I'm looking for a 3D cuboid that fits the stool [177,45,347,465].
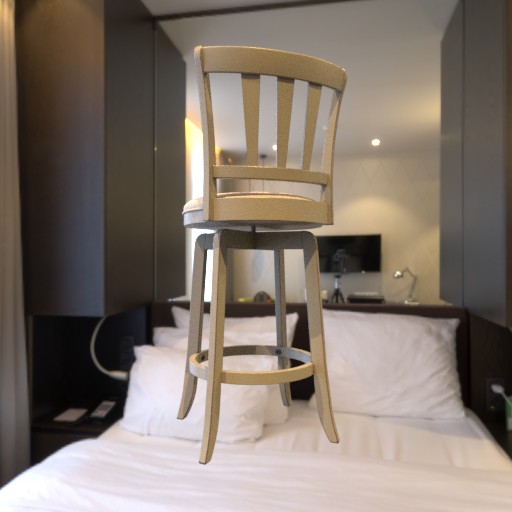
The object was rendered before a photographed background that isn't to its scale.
[{"bbox_3d":[0.000,0.000,1.310,0.436,1.042,0.475,0,0,-20],"label":"stool"}]
